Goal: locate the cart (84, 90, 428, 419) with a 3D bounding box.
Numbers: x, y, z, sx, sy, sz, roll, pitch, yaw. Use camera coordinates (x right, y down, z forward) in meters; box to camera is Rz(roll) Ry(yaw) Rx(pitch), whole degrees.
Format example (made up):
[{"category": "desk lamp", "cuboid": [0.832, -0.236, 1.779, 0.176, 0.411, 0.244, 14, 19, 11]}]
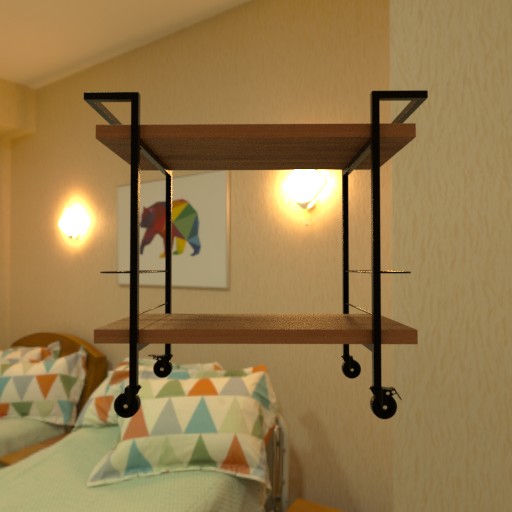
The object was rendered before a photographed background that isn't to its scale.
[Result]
[{"category": "cart", "cuboid": [0.000, 0.000, 1.228, 0.806, 0.762, 0.406, 0, -1, 1]}]
